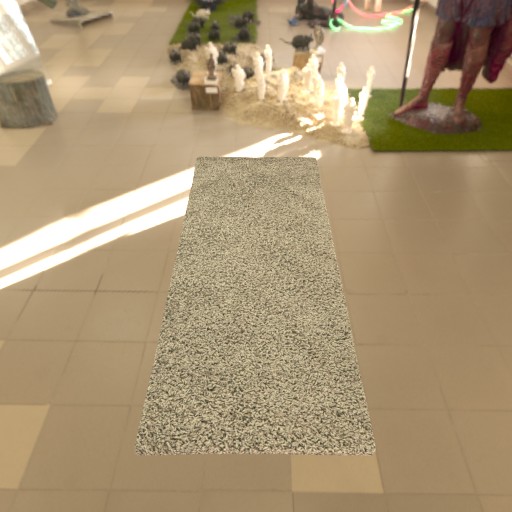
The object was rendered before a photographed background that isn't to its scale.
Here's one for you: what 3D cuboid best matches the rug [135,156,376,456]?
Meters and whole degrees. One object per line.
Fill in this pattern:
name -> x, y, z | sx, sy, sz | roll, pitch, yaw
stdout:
rug -> 0.000, 0.000, 1.687 | 0.609, 0.030, 1.524 | 0, 41, 0
